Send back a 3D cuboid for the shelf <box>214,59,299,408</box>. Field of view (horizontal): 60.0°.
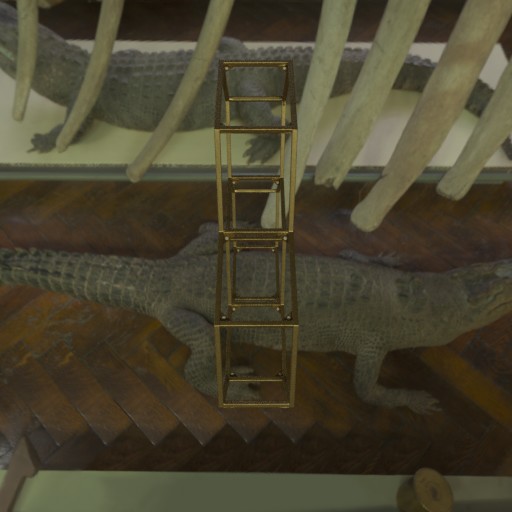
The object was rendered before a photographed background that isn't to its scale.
[{"bbox_3d":[0.000,0.000,1.066,0.150,0.701,0.708,0,58,0],"label":"shelf"}]
